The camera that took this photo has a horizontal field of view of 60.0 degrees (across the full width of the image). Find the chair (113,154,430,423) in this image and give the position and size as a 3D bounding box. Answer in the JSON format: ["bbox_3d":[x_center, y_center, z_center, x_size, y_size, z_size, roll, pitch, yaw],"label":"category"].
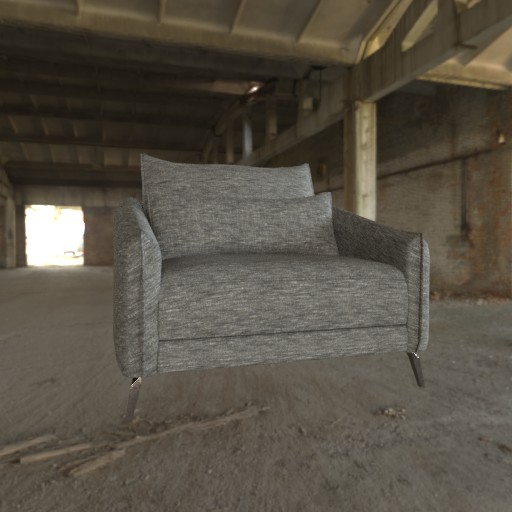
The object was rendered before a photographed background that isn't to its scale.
[{"bbox_3d":[0.000,0.000,1.630,1.004,0.842,0.805,-1,2,-18],"label":"chair"}]
